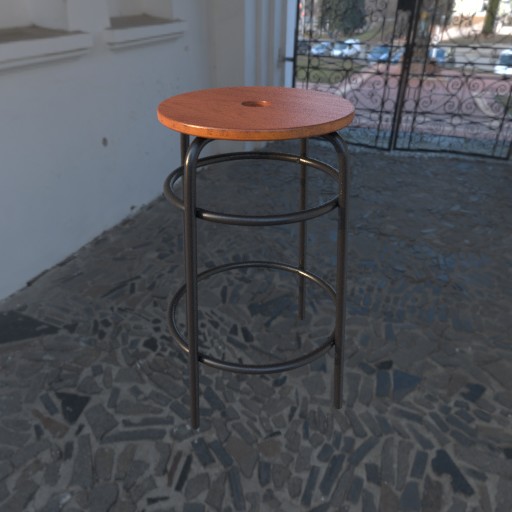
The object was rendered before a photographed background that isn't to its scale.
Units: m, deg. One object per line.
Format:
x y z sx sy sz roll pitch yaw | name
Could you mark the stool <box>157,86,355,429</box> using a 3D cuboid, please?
0.000 0.000 0.918 0.455 0.610 0.455 20 36 30 | stool
